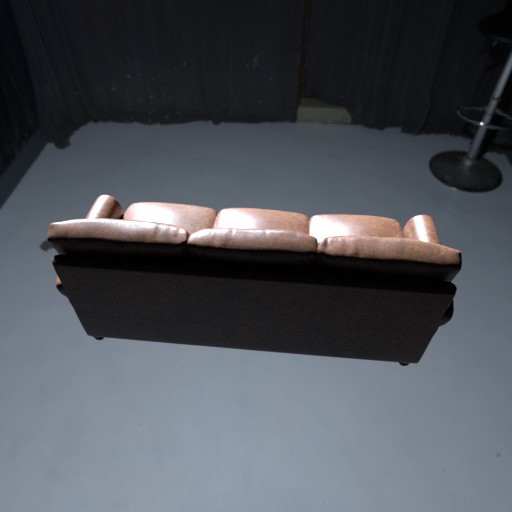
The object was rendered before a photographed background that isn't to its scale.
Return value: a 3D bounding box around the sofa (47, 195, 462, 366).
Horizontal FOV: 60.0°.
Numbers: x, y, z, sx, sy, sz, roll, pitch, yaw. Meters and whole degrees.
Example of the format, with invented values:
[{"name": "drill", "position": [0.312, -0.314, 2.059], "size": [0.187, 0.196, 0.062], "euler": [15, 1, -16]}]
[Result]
[{"name": "sofa", "position": [0.000, 0.000, 2.894], "size": [2.351, 0.977, 0.973], "euler": [4, 47, 4]}]
